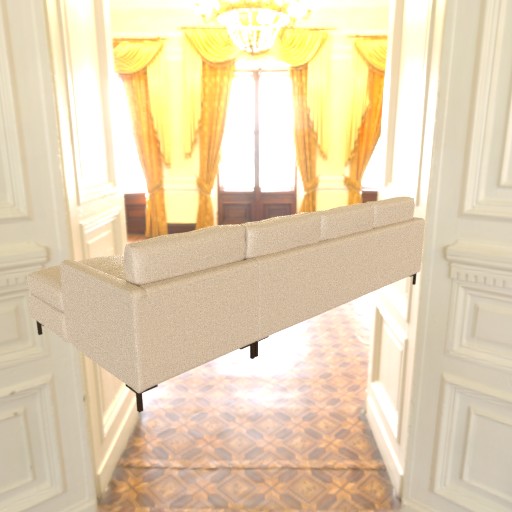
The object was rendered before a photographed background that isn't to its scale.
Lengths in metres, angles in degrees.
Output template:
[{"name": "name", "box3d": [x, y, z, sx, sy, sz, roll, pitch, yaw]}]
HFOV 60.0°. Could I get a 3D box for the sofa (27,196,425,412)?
[{"name": "sofa", "box3d": [0.000, 0.000, 3.183, 2.731, 0.755, 1.258, -14, 19, -43]}]
